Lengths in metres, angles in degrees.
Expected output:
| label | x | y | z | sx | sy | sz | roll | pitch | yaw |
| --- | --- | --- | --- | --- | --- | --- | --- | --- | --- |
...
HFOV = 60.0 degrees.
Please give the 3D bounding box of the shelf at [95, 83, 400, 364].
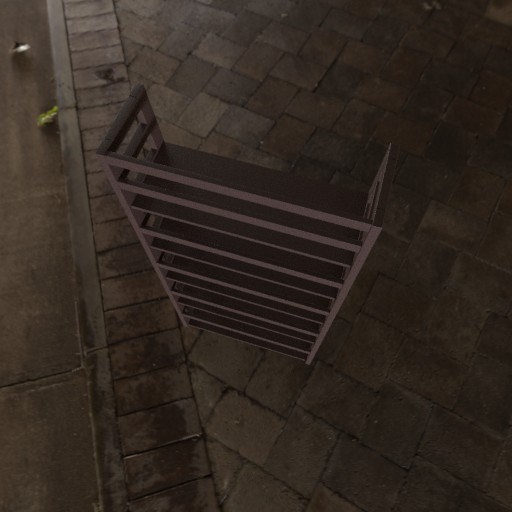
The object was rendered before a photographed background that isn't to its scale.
| label | x | y | z | sx | sy | sz | roll | pitch | yaw |
| --- | --- | --- | --- | --- | --- | --- | --- | --- | --- |
| shelf | 0.000 | 0.000 | 1.919 | 0.763 | 1.600 | 0.403 | 16 | 66 | 7 |
